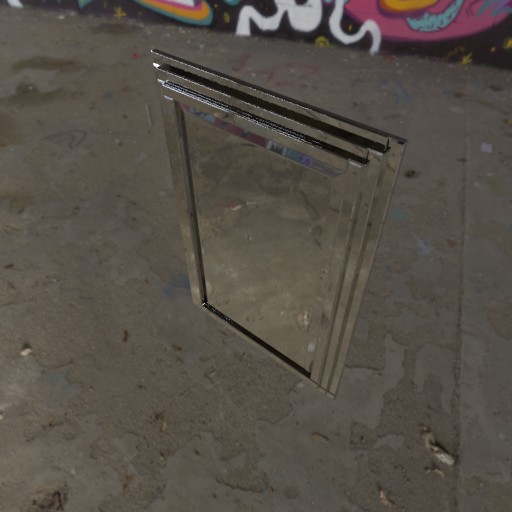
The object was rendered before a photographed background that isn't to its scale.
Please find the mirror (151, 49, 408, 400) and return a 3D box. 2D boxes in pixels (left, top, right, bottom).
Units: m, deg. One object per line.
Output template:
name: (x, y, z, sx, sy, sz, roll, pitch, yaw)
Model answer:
mirror: (0.000, 0.000, 1.182, 0.613, 0.914, 0.039, 30, 53, 26)
